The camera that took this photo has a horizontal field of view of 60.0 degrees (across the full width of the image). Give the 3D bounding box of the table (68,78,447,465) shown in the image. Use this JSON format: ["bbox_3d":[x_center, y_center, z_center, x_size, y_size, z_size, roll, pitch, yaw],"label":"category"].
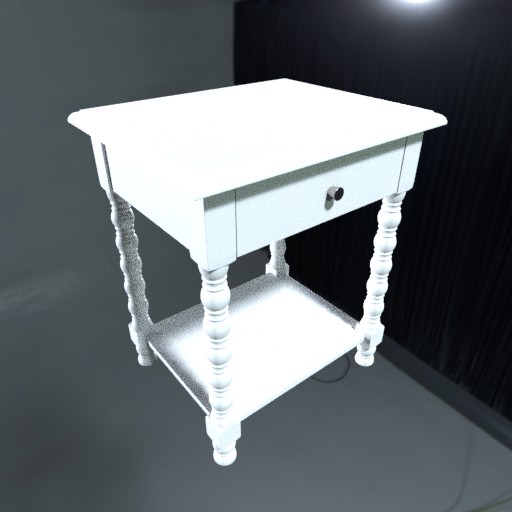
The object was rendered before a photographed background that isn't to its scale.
[{"bbox_3d":[0.000,0.000,0.827,0.460,0.531,0.381,-23,38,-32],"label":"table"}]
